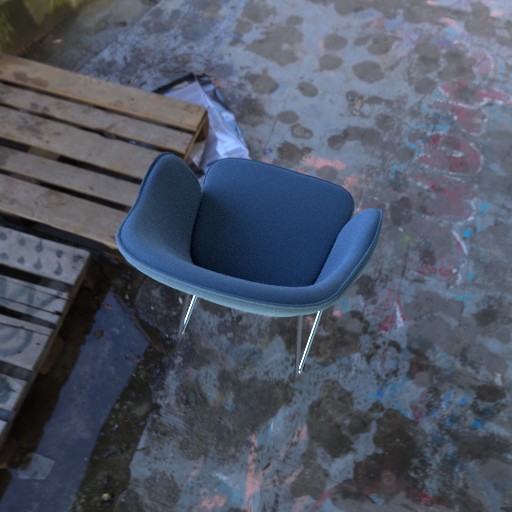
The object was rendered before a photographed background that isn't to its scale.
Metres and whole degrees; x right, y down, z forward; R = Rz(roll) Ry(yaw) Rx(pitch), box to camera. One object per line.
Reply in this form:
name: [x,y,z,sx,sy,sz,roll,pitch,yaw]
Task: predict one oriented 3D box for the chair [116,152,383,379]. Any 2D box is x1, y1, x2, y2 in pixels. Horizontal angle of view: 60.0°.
chair: [0.000,0.000,1.225,0.570,0.815,0.585,17,64,8]
